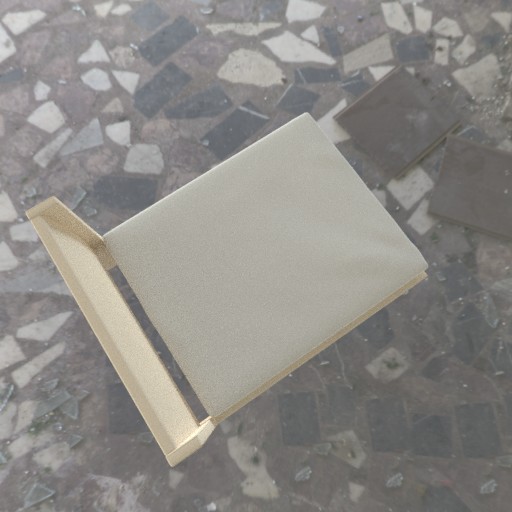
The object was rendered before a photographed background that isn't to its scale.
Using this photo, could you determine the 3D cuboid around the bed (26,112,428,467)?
[{"bbox_3d":[0.000,0.000,3.430,2.280,1.471,1.765,-33,78,-8],"label":"bed"}]
